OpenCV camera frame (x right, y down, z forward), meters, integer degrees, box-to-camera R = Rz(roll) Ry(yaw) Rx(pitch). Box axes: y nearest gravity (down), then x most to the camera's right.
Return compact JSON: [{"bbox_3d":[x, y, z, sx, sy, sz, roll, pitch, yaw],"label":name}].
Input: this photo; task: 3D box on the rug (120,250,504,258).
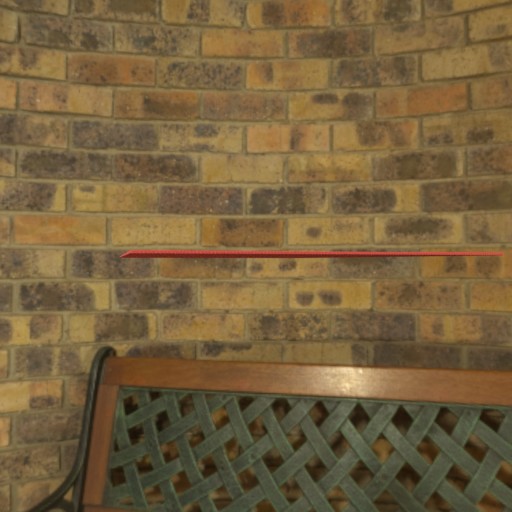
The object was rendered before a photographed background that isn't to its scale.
[{"bbox_3d":[0.000,0.000,2.770,1.593,0.013,2.211,0,-1,-18],"label":"rug"}]
